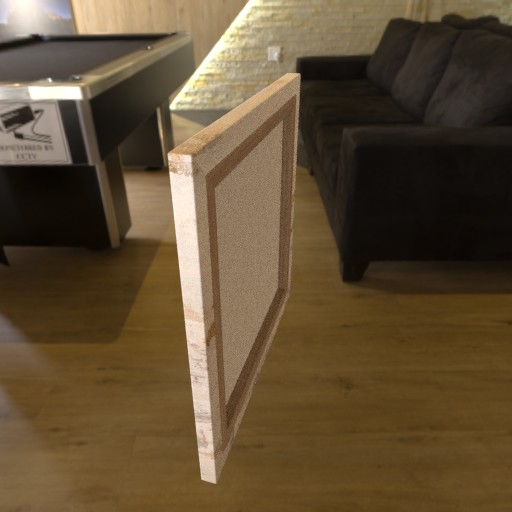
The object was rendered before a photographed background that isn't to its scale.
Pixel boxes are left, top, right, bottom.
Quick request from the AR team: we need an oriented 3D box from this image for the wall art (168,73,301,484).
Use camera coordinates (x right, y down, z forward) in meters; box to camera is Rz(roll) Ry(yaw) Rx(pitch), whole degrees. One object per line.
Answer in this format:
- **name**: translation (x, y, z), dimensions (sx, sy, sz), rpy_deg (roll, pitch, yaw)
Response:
- **wall art**: translation (0.000, 0.000, 1.116), dimensions (0.038, 0.755, 0.753), rpy_deg (9, 32, 14)
